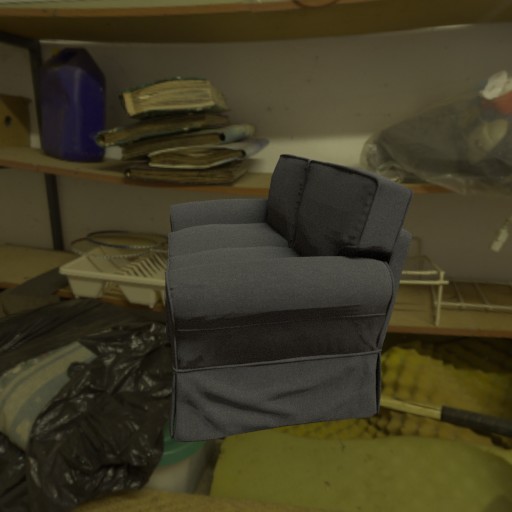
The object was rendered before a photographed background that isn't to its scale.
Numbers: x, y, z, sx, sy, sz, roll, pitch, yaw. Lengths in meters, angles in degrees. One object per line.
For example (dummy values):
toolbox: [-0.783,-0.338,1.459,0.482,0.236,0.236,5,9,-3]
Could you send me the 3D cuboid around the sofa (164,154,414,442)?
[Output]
sofa: [0.000,0.000,2.482,0.997,1.059,1.801,-3,16,-10]
